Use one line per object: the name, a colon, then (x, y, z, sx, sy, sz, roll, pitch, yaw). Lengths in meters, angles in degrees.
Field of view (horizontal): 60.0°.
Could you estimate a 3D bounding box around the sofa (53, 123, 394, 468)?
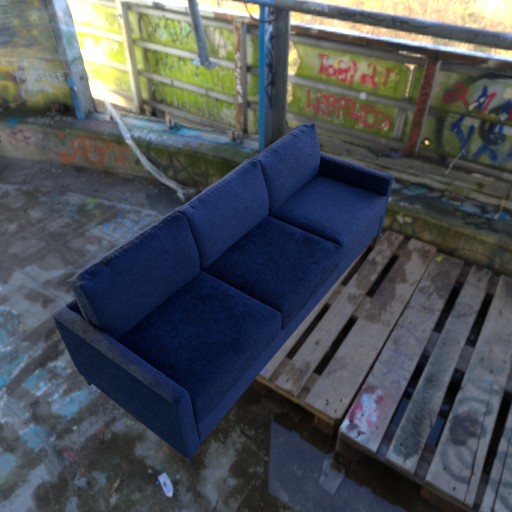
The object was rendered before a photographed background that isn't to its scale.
sofa: (0.000, 0.000, 2.768, 0.875, 0.879, 2.252, 25, 47, 26)
